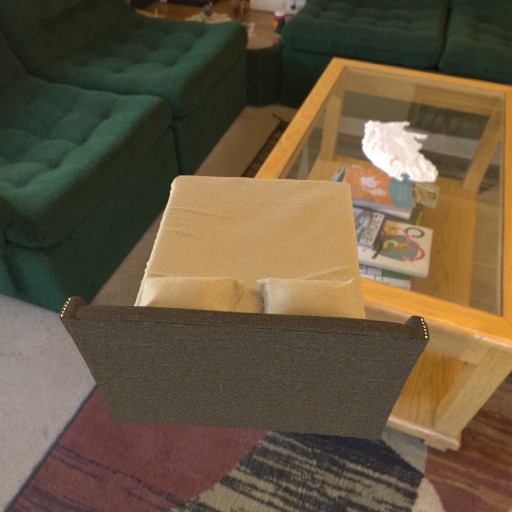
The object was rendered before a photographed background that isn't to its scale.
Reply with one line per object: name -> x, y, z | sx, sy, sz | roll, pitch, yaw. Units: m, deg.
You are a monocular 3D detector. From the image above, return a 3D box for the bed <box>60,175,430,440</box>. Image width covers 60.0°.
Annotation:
bed -> 0.000, 0.000, 3.484 | 1.925, 1.332, 2.276 | 3, 46, 3
